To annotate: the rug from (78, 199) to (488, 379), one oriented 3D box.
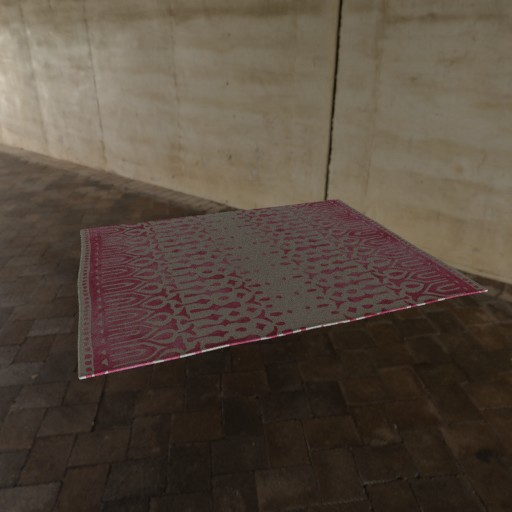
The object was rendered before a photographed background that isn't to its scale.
[{"bbox_3d":[0.000,0.000,4.093,3.095,0.016,2.441,-9,27,-17],"label":"rug"}]
